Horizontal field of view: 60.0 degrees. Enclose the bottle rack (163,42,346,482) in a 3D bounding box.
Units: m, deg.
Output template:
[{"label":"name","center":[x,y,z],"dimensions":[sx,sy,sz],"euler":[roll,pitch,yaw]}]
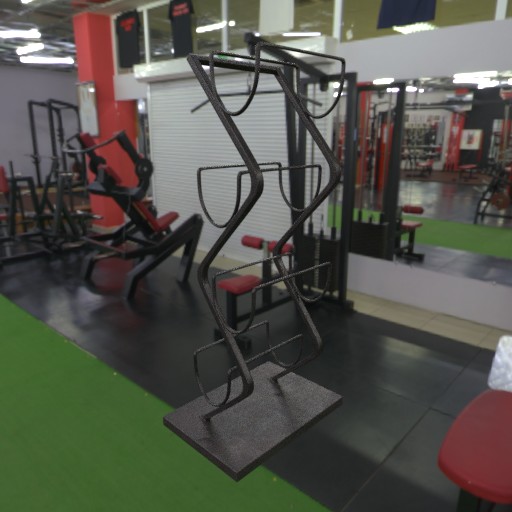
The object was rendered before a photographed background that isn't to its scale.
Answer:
[{"label":"bottle rack","center":[0.000,0.000,0.677],"dimensions":[0.178,0.559,0.254],"euler":[15,22,43]}]
